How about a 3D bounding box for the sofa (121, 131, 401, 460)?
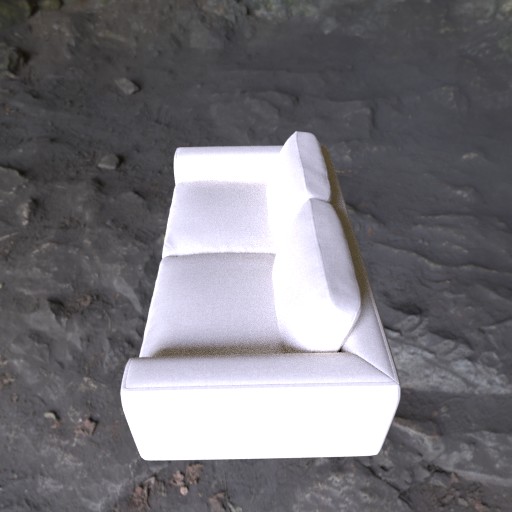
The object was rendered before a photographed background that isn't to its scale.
[{"bbox_3d":[0.000,0.000,2.425,1.069,0.801,1.920,-1,41,-1],"label":"sofa"}]
